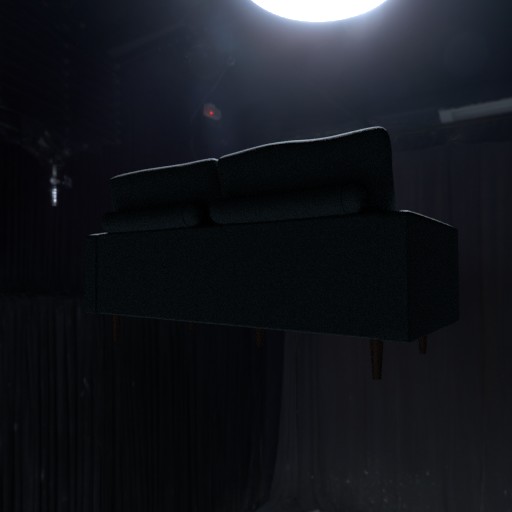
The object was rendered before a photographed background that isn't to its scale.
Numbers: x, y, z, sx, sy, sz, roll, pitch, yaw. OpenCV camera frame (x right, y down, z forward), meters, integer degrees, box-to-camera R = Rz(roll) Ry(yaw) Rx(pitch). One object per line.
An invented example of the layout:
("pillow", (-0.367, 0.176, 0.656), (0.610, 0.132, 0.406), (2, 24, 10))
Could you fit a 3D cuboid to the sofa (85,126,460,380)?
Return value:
("sofa", (0.000, 0.000, 2.567), (2.010, 1.050, 0.966), (-1, -2, 36))
